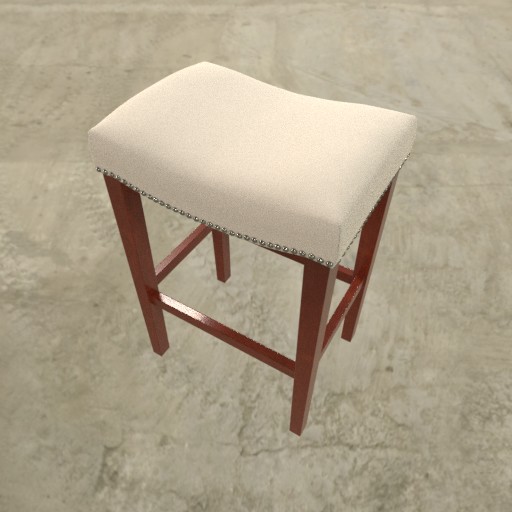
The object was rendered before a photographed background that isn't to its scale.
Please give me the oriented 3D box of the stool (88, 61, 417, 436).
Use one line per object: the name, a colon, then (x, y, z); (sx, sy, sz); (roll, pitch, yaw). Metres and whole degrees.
stool: (0.000, 0.000, 1.051); (0.504, 0.742, 0.372); (23, 50, 21)
